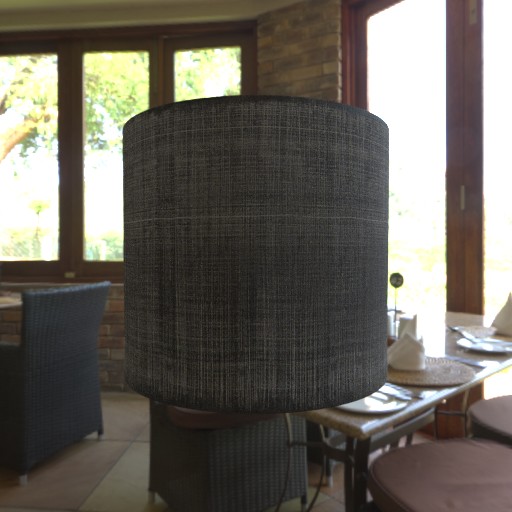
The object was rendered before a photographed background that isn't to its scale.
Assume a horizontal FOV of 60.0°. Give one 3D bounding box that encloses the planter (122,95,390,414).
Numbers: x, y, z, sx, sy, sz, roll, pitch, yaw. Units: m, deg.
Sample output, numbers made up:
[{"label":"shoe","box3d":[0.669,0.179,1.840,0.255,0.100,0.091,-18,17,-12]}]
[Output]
[{"label":"planter","box3d":[0.000,0.000,0.384,0.221,0.201,0.221,0,0,0]}]
